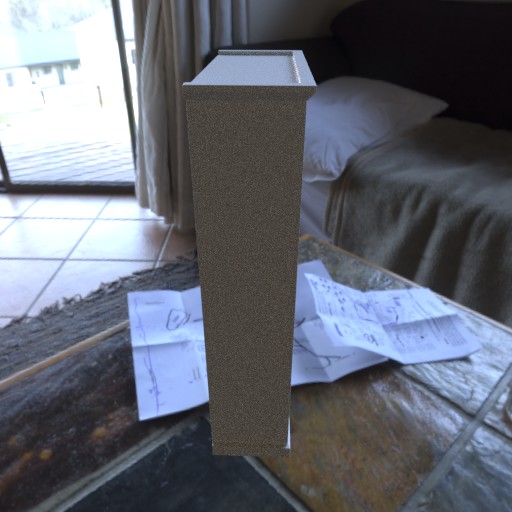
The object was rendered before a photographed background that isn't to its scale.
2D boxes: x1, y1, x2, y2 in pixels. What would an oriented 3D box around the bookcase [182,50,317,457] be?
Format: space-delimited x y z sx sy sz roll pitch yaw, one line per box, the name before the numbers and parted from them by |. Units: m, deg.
bookcase | 0.000 0.000 2.343 0.432 1.880 1.050 1 31 2
